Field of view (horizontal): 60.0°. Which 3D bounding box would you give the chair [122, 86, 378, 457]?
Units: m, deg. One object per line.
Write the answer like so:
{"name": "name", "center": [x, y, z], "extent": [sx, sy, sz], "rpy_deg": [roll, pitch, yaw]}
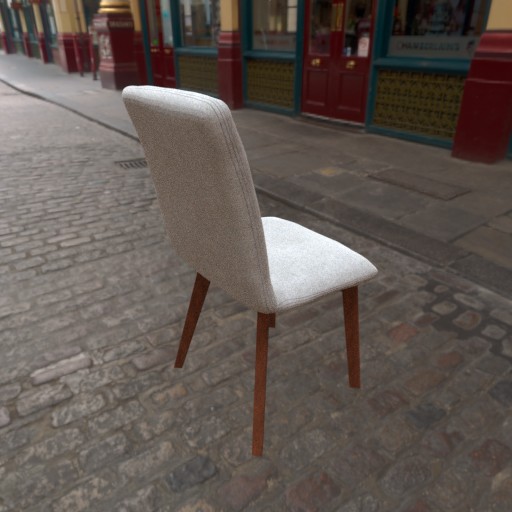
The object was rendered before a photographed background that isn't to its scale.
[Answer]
{"name": "chair", "center": [0.000, 0.000, 1.333], "extent": [0.563, 0.974, 0.522], "rpy_deg": [-18, 32, -33]}
